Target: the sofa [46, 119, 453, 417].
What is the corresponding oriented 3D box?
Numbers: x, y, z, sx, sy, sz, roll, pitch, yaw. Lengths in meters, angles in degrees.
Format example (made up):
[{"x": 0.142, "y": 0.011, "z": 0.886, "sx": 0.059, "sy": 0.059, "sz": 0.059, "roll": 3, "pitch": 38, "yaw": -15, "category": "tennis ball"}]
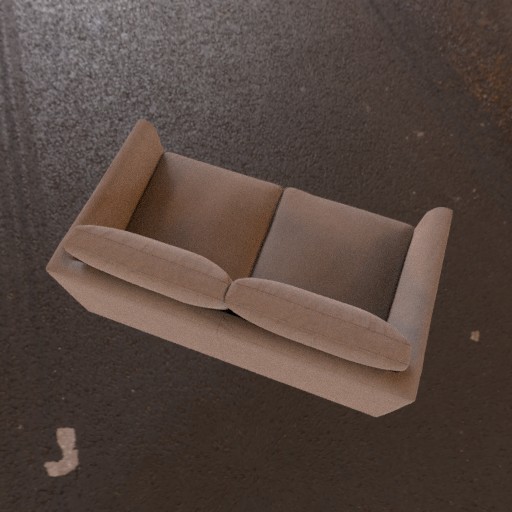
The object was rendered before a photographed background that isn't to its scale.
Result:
[{"x": 0.000, "y": 0.000, "z": 2.522, "sx": 1.905, "sy": 0.839, "sz": 1.091, "roll": 18, "pitch": 65, "yaw": 9, "category": "sofa"}]
